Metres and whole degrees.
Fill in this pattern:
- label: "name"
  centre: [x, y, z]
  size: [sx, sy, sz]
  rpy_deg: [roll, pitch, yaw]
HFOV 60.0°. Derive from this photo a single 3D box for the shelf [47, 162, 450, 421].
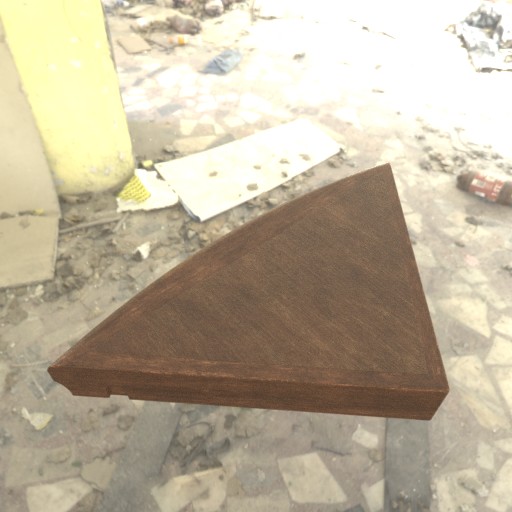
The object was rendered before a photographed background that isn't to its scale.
- label: "shelf"
  centre: [0.000, 0.000, 0.460]
  size: [0.310, 0.050, 0.310]
  rpy_deg: [3, 46, 3]
